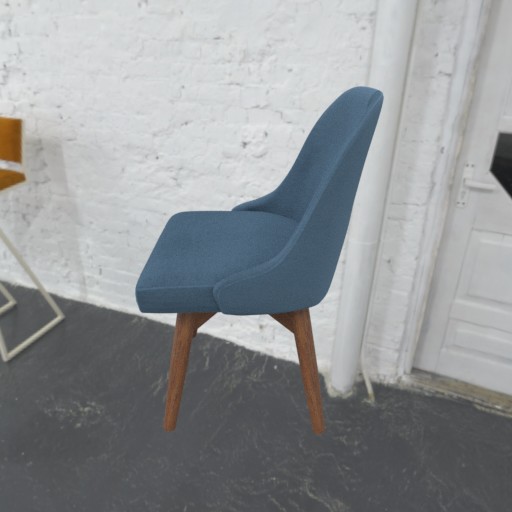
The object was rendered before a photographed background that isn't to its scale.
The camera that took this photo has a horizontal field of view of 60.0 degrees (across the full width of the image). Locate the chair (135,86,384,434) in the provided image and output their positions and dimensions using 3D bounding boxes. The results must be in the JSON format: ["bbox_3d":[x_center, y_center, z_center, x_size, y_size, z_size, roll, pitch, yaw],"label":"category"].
[{"bbox_3d":[0.000,0.000,1.249,0.589,0.882,0.503,1,27,1],"label":"chair"}]
